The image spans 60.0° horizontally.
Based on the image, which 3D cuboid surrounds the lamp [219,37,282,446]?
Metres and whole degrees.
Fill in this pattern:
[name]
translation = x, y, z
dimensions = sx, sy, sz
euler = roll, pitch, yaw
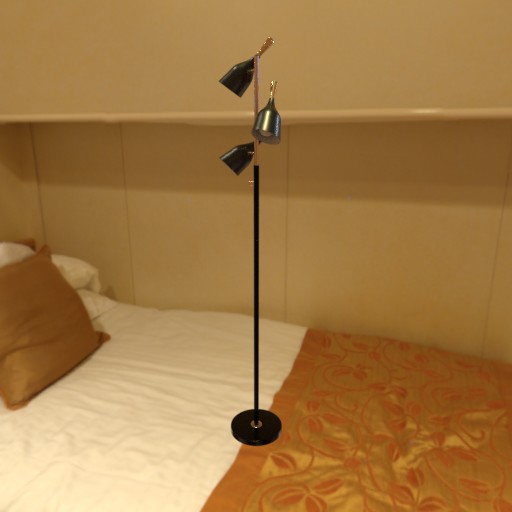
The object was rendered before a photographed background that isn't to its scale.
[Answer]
[lamp]
translation = 0.000, 0.000, 1.955
dimensions = 0.253, 1.778, 0.434
euler = -8, 18, -26
